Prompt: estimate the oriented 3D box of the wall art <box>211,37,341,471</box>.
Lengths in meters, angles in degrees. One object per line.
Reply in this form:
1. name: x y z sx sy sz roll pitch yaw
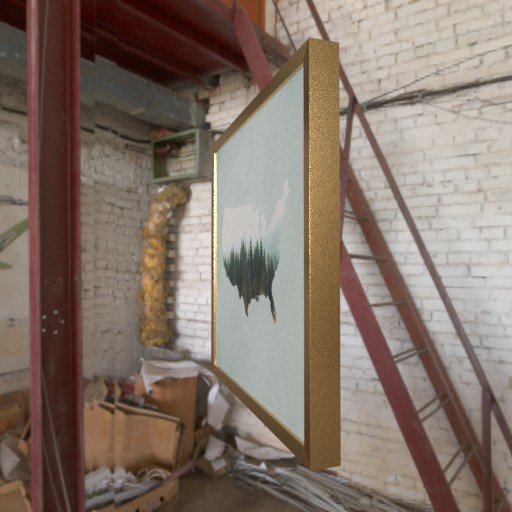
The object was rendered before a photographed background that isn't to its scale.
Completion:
1. wall art: 0.000 0.000 0.767 0.040 0.509 0.509 0 -1 -19
